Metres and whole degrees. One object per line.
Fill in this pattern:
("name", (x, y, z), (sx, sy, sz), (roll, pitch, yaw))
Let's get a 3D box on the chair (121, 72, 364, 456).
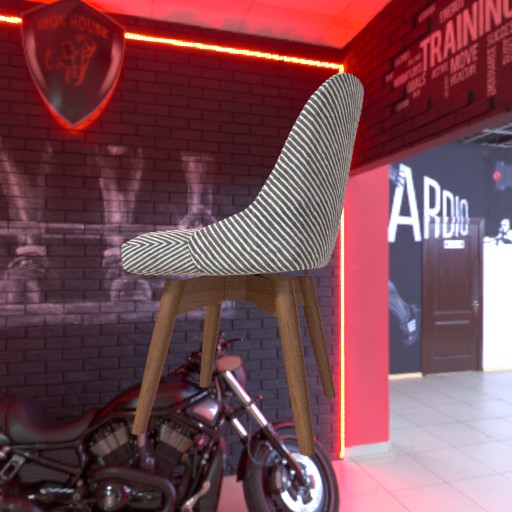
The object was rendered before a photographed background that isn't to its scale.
("chair", (0.000, 0.000, 1.247), (0.591, 0.883, 0.504), (0, -1, 16))
